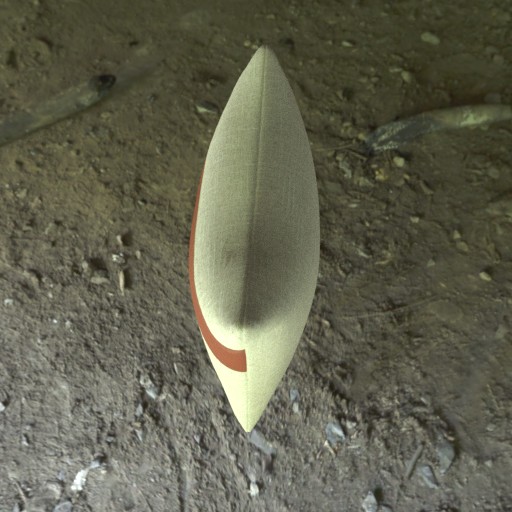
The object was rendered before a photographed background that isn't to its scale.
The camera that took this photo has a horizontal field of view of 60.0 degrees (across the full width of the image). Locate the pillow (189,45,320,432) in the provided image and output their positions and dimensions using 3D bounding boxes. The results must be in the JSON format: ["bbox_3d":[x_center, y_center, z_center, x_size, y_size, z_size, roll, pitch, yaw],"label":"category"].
[{"bbox_3d":[0.000,0.000,0.638,0.173,0.399,0.414,3,57,2],"label":"pillow"}]
